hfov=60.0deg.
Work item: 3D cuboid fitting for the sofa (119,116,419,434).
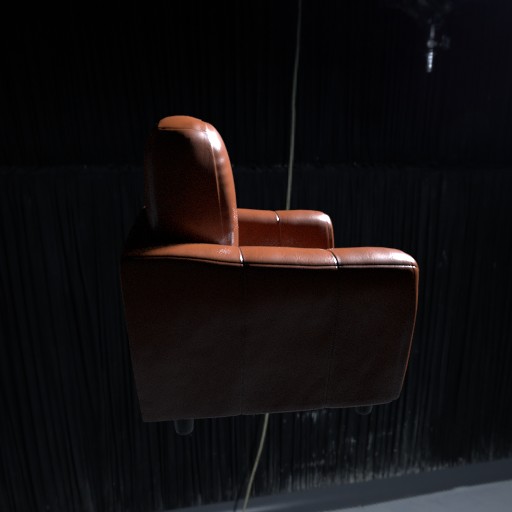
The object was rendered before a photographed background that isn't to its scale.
[{"bbox_3d":[0.000,0.000,1.488,0.789,0.876,0.836,-3,15,-10],"label":"sofa"}]
